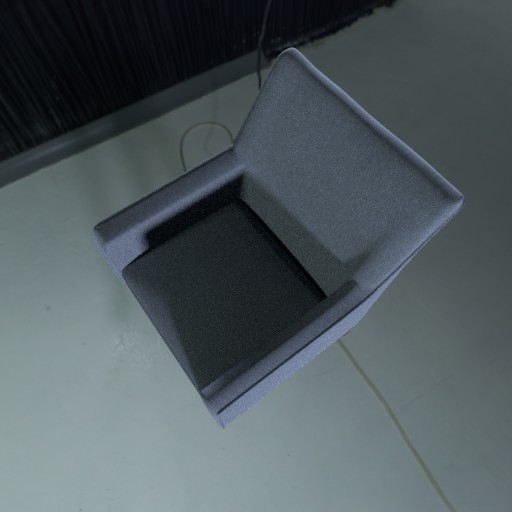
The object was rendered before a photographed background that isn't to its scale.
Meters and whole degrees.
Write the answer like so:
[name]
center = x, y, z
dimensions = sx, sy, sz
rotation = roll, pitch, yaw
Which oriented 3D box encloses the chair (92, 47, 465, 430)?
[chair]
center = 0.000, 0.000, 1.621
dimensions = 0.899, 0.919, 0.780
rotation = -34, 68, -15
